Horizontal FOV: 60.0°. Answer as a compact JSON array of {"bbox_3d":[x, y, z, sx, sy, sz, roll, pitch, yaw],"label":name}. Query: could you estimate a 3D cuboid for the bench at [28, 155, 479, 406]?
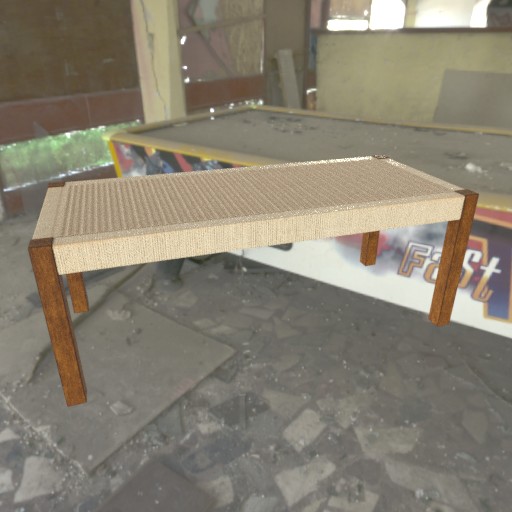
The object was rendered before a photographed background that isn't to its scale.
[{"bbox_3d":[0.000,0.000,1.435,1.198,0.457,0.507,-8,27,-16],"label":"bench"}]
